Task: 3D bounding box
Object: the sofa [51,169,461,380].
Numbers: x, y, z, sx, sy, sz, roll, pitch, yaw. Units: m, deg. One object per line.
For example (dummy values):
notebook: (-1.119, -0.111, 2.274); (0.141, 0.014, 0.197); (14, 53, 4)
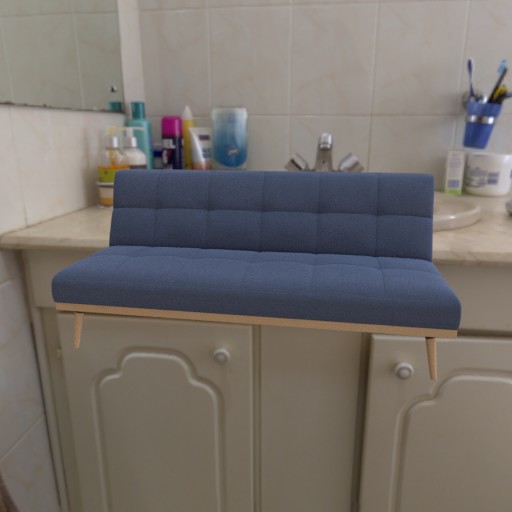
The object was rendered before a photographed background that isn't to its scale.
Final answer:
sofa: (0.000, 0.000, 2.243); (1.800, 0.800, 0.796); (3, 16, 10)
